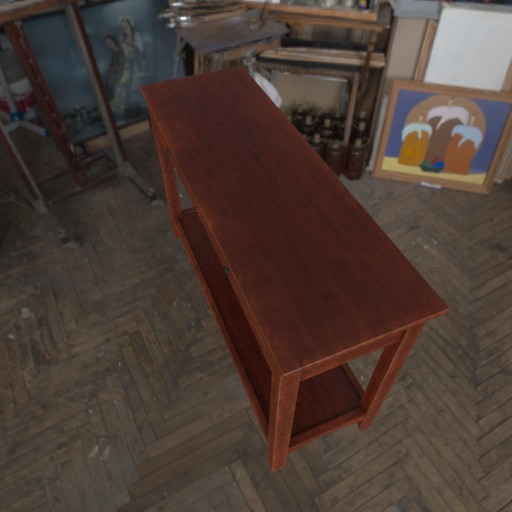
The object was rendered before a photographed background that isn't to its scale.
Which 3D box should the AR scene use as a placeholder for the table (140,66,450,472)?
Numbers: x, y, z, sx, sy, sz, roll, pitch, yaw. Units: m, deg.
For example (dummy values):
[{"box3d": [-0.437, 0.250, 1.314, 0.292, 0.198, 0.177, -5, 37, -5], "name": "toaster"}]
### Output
[{"box3d": [0.000, 0.000, 1.524, 0.392, 0.739, 1.188, -18, 51, -15], "name": "table"}]
